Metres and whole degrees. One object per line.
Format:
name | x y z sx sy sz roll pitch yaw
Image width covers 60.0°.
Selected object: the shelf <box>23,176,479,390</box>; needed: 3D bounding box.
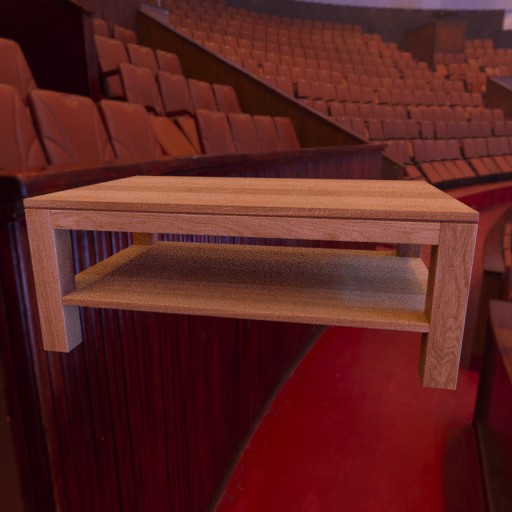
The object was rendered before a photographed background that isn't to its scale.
shelf | 0.000 0.000 1.486 1.150 0.450 0.700 3 16 10
